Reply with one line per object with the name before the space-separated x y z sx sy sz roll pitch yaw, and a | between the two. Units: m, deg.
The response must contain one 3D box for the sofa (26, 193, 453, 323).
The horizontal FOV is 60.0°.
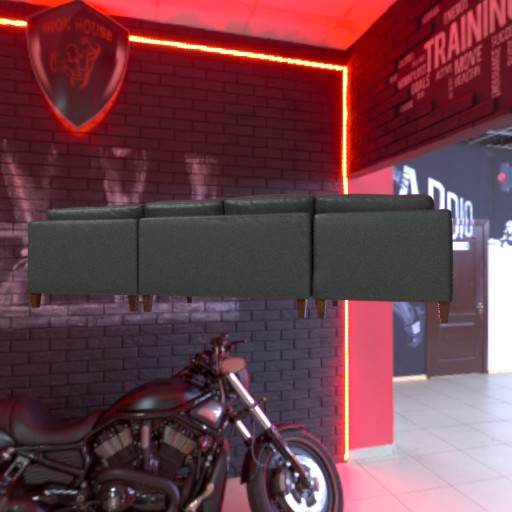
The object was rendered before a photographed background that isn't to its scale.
sofa | 0.000 0.000 4.580 3.460 0.923 2.593 0 -1 17
